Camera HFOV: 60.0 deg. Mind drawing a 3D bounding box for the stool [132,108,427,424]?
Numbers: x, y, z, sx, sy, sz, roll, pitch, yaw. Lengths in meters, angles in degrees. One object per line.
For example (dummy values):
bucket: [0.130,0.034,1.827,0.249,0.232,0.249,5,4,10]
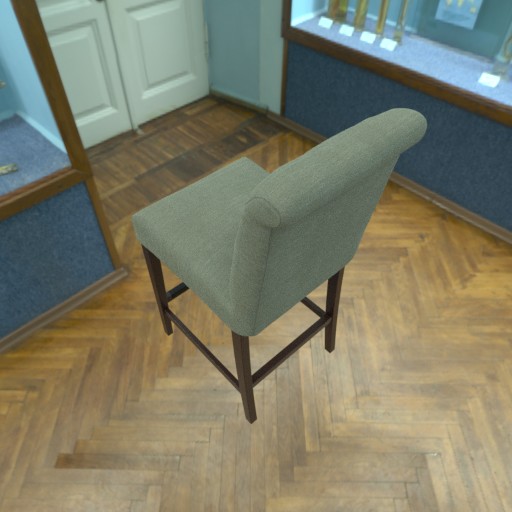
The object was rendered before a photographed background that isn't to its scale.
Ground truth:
stool: [0.000,0.000,1.410,0.486,1.084,0.660,-34,55,-28]
